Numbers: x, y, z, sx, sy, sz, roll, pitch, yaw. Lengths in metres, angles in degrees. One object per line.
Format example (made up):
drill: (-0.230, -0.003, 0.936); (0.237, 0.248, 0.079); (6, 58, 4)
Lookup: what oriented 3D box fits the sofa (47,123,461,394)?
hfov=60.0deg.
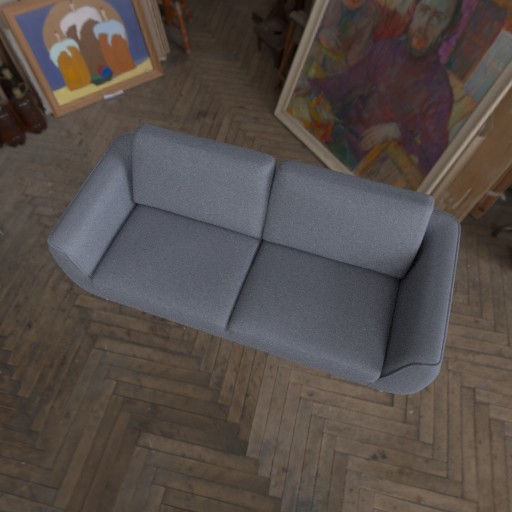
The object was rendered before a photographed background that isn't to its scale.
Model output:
sofa: (0.000, 0.000, 2.476); (2.000, 0.870, 0.920); (16, 60, 10)
